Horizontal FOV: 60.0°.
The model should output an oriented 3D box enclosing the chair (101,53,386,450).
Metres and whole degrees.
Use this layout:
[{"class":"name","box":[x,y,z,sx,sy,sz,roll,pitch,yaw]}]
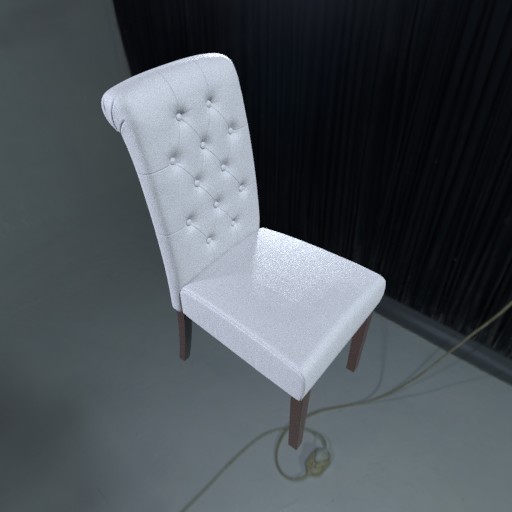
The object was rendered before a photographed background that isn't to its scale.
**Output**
[{"class":"chair","box":[0.000,0.000,1.341,0.671,1.006,0.456,27,48,28]}]
